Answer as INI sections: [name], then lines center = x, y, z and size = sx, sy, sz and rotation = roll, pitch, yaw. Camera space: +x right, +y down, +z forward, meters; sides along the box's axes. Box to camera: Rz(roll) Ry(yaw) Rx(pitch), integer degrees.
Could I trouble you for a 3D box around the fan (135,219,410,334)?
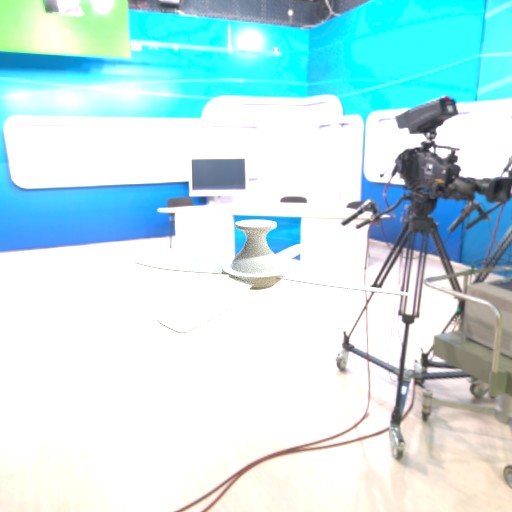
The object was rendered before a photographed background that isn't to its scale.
[fan]
center = 0.000, 0.000, 2.540
size = 1.693, 0.382, 1.694
rotation = 7, 16, 25
